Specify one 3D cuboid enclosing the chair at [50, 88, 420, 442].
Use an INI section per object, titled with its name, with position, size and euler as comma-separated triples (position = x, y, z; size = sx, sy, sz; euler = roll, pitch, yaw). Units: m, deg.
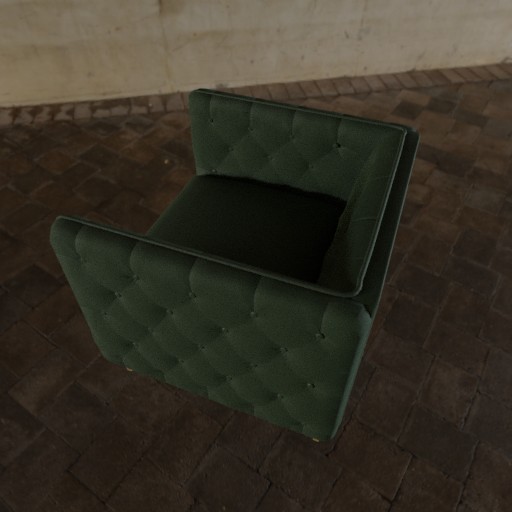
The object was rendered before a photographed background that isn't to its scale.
[chair]
position = 0.000, 0.000, 1.562
size = 0.855, 0.768, 0.917
euler = 16, 48, 15
